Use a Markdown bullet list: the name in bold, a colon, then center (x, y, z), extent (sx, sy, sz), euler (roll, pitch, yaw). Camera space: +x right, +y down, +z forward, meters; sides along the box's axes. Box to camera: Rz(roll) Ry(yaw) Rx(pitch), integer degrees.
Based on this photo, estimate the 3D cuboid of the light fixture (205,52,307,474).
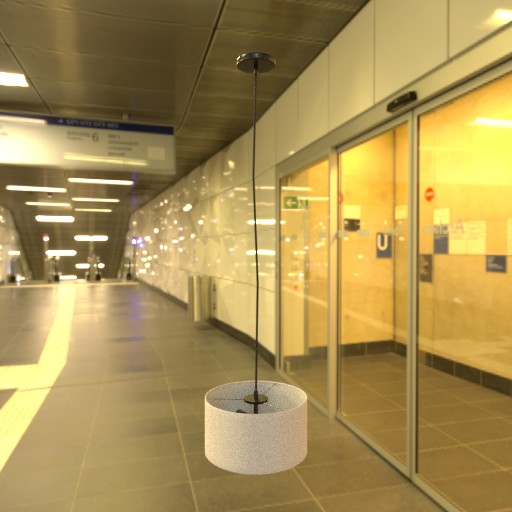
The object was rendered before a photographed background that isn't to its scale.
- **light fixture**: center (0.000, 0.000, 1.731), extent (0.399, 1.516, 0.399), euler (0, 1, 0)
